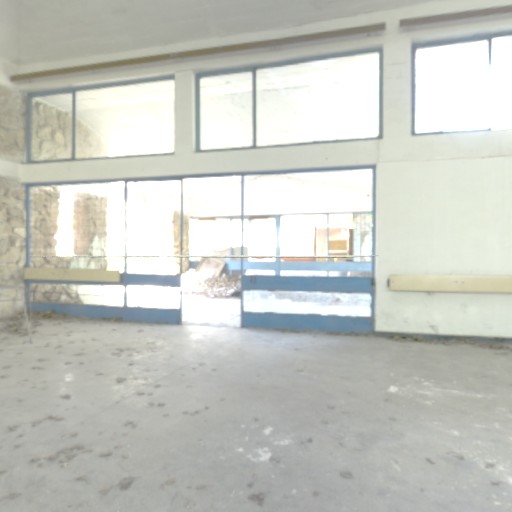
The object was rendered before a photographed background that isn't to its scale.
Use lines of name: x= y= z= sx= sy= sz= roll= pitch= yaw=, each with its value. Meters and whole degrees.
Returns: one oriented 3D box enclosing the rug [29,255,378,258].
rug: x=0.000 y=0.000 z=3.081 sx=1.524 sy=0.005 sz=2.439 roll=0 pitch=0 yaw=18
